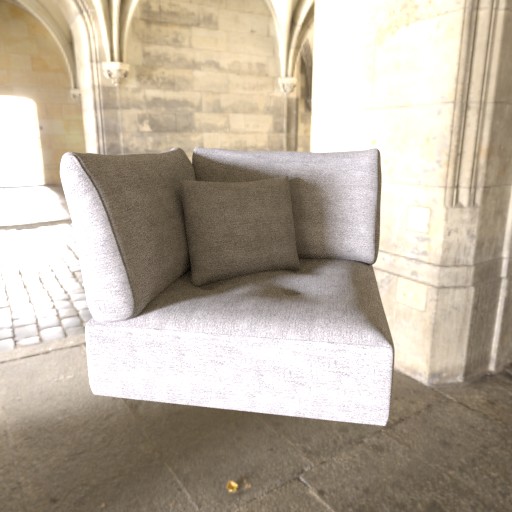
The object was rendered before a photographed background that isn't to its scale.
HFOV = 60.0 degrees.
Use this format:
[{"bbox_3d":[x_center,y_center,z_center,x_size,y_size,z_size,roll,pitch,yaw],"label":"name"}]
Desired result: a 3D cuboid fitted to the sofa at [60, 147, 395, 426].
[{"bbox_3d":[0.000,0.000,1.741,1.000,0.820,1.000,3,15,10],"label":"sofa"}]
